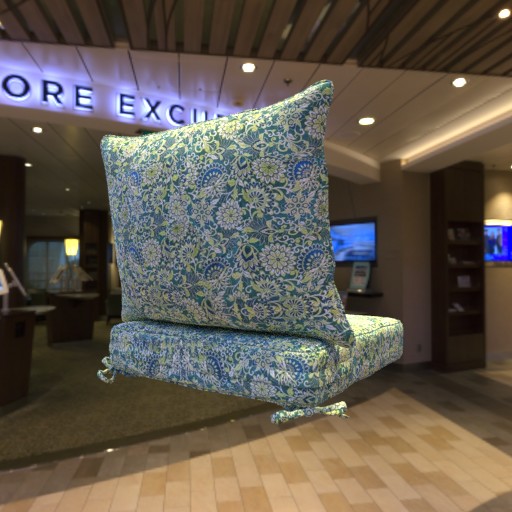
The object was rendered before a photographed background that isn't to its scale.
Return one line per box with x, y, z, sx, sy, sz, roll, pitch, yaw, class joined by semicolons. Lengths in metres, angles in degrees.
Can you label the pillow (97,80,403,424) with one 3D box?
0.000;0.000;1.358;0.798;0.722;0.740;-1;-1;35;pillow
